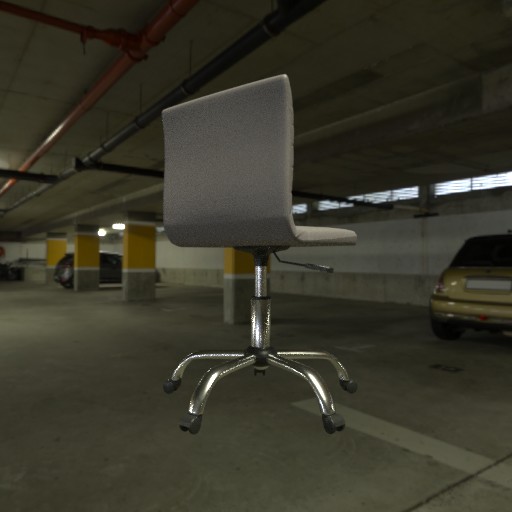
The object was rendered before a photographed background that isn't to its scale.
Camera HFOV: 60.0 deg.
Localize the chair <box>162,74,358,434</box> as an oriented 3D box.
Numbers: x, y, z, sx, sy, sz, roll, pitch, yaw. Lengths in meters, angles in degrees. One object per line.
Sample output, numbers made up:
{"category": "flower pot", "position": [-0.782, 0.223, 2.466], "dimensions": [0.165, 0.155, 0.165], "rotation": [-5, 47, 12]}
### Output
{"category": "chair", "position": [0.000, 0.000, 1.177], "dimensions": [0.556, 0.780, 0.530], "rotation": [-1, -1, 36]}
